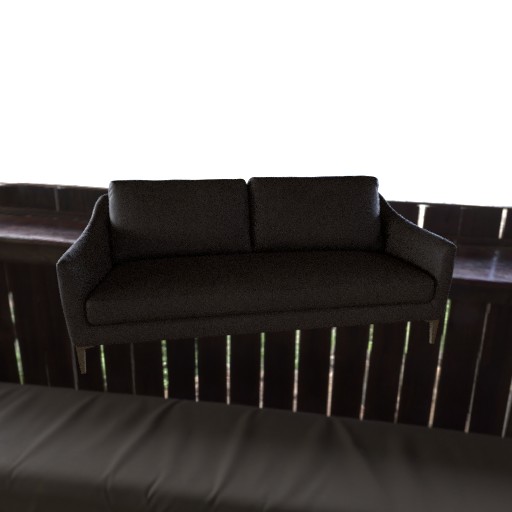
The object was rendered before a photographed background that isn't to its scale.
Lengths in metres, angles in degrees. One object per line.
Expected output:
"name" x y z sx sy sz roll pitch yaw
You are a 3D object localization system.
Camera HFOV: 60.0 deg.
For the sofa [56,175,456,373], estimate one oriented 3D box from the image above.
"sofa" 0.000 0.000 2.673 2.036 0.902 0.960 -3 16 -9
